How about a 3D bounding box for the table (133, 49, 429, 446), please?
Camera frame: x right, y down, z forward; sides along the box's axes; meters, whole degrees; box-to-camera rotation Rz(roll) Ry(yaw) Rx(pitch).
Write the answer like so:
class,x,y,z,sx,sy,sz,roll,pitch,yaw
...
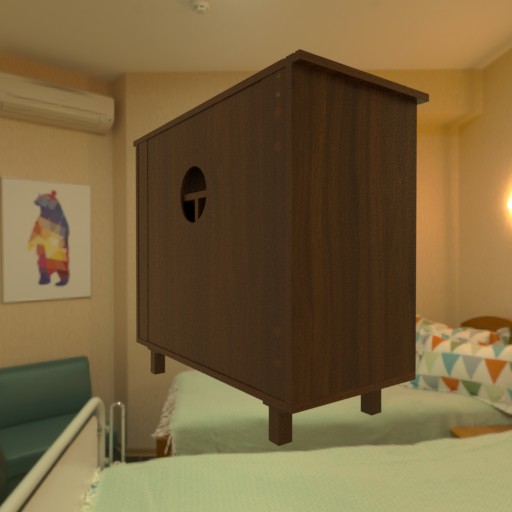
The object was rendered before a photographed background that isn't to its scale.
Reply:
class,x,y,z,sx,sy,sz,roll,pitch,yaw
table,0.000,0.000,1.207,0.390,0.725,0.802,-1,1,-36
